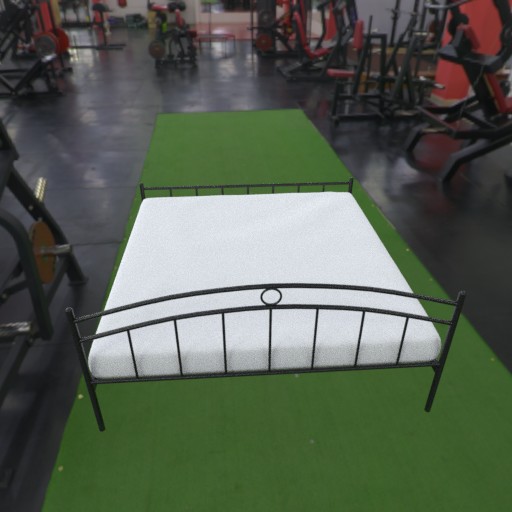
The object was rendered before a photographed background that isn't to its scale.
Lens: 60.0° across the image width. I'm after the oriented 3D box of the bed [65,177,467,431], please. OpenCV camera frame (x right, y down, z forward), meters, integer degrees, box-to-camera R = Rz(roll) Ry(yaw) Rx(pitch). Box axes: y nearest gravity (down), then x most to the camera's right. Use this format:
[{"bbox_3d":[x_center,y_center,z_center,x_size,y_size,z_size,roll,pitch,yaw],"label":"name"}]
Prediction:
[{"bbox_3d":[0.000,0.000,3.116,1.880,0.940,2.040,-2,32,-3],"label":"bed"}]
